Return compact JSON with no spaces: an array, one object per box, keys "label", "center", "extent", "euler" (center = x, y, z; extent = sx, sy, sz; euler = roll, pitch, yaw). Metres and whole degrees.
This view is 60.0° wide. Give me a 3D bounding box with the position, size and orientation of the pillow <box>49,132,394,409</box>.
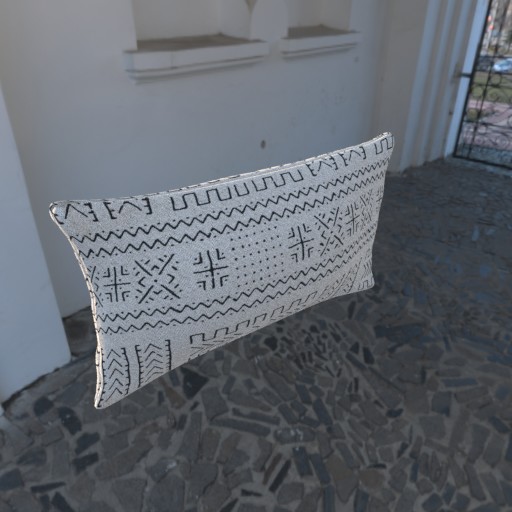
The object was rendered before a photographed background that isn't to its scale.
[{"label":"pillow","center":[0.000,0.000,0.786],"extent":[0.637,0.352,0.188],"euler":[-19,35,-30]}]
